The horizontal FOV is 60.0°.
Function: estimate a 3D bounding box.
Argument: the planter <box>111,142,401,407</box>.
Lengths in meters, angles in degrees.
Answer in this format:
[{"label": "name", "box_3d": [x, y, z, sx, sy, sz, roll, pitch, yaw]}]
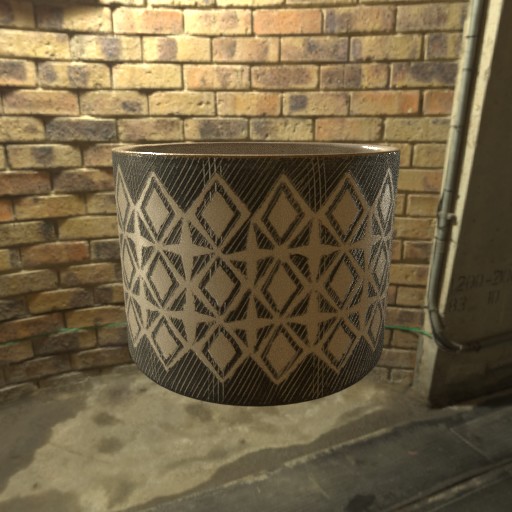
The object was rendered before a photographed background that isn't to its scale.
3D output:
[{"label": "planter", "box_3d": [0.000, 0.000, 0.217, 0.126, 0.104, 0.126, 0, 16, 0]}]
